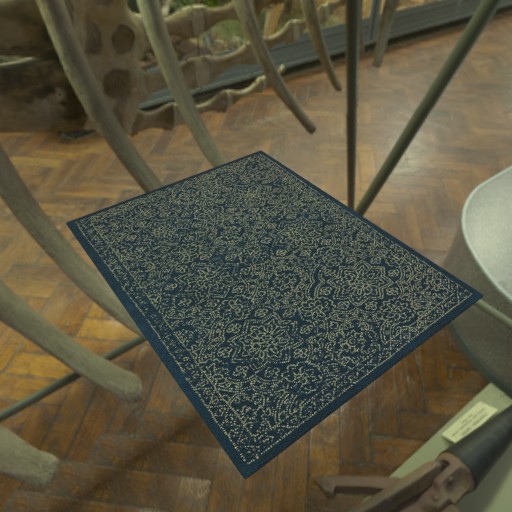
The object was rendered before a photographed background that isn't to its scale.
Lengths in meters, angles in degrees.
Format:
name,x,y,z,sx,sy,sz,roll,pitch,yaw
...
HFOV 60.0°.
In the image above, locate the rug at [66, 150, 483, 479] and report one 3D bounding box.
name,x,y,z,sx,sy,sz,roll,pitch,yaw
rug,0.000,0.000,4.029,2.438,0.010,3.048,-27,48,-26
